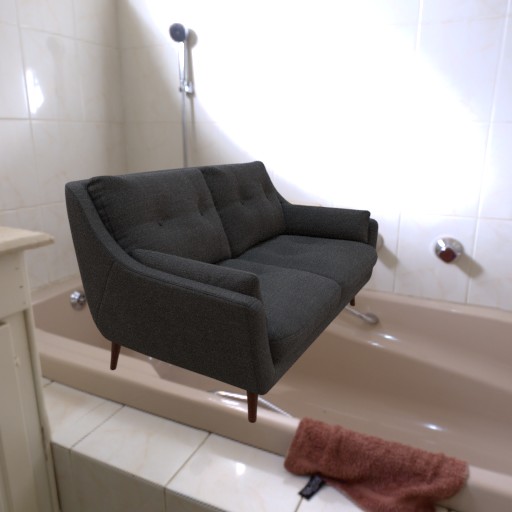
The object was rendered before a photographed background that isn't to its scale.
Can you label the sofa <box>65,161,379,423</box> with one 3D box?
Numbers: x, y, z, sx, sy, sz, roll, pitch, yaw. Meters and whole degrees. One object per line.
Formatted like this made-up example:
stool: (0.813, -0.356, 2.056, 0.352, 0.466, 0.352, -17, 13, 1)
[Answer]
sofa: (0.000, 0.000, 2.275, 0.976, 0.887, 1.646, 8, 17, 27)
